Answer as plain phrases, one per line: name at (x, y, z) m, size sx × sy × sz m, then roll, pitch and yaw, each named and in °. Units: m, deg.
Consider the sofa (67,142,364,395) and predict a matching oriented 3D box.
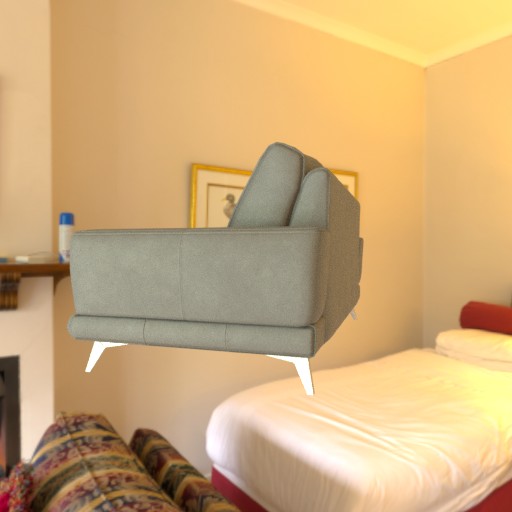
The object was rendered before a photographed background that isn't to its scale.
sofa at (0.000, 0.000, 2.413) m, size 1.018 × 0.907 × 1.806 m, roll 0°, pitch 1°, yaw 18°
